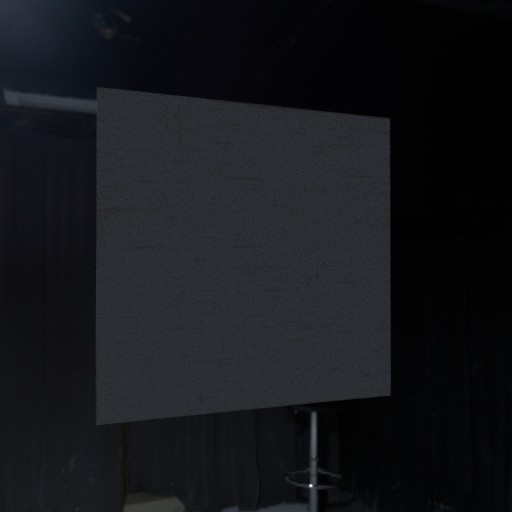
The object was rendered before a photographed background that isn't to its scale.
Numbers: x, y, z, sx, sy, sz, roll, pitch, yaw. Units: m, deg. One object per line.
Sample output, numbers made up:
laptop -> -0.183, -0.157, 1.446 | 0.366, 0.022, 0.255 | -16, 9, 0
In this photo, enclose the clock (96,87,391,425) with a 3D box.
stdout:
clock -> 0.000, 0.000, 1.041 | 0.705, 0.705, 0.032 | 0, -1, -17
